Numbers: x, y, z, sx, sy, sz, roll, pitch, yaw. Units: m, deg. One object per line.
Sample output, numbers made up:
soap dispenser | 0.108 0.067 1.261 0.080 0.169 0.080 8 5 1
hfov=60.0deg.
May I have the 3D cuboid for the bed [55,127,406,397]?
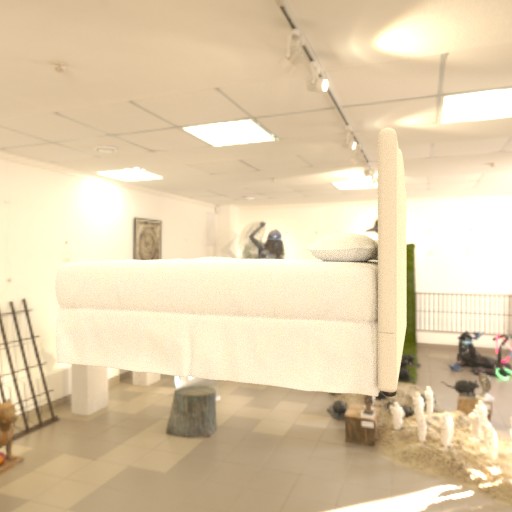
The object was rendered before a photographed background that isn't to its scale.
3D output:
bed | 0.000 0.000 3.440 2.182 1.421 2.083 0 0 20
